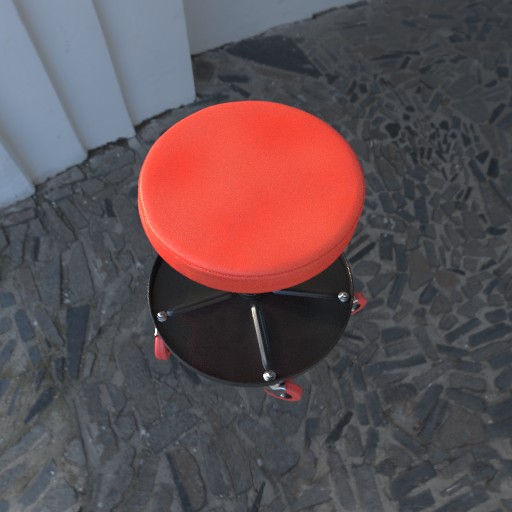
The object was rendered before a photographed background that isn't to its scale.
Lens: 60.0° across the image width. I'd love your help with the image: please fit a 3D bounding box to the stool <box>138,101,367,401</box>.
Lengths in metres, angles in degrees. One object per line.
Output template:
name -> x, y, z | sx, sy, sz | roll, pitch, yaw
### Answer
stool -> 0.000, 0.000, 0.677 | 0.382, 0.365, 0.381 | -13, 60, -8
